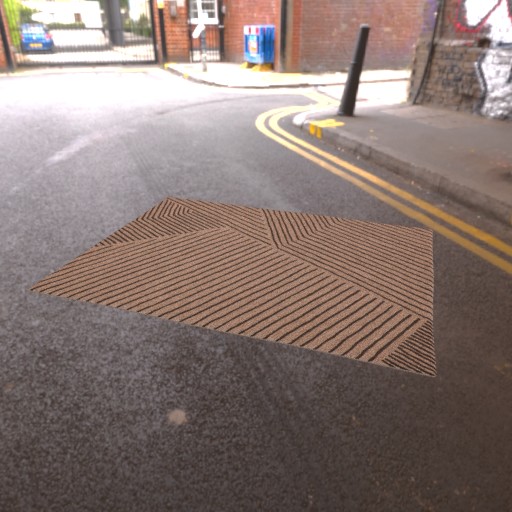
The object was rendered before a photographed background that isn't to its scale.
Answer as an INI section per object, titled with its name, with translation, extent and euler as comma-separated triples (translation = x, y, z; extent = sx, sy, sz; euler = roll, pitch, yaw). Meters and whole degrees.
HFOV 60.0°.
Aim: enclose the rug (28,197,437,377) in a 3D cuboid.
[rug]
translation = 0.000, 0.000, 3.233
extent = 2.449, 0.028, 1.829
euler = 9, 29, 17
